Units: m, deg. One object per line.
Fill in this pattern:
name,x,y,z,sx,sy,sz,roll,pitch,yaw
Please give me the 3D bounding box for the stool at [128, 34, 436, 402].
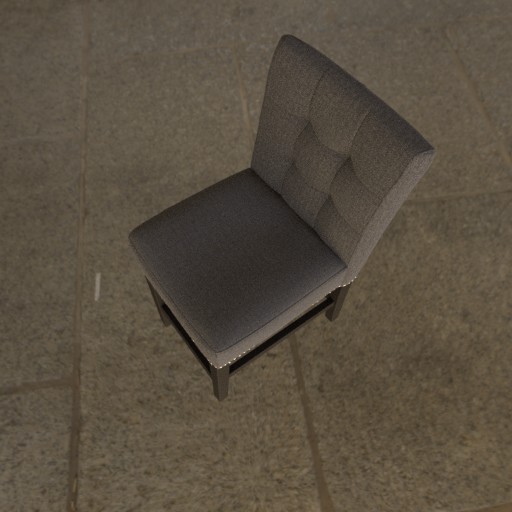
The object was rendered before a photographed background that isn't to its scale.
stool,0.000,0.000,1.199,0.571,0.885,0.427,-35,68,-16
